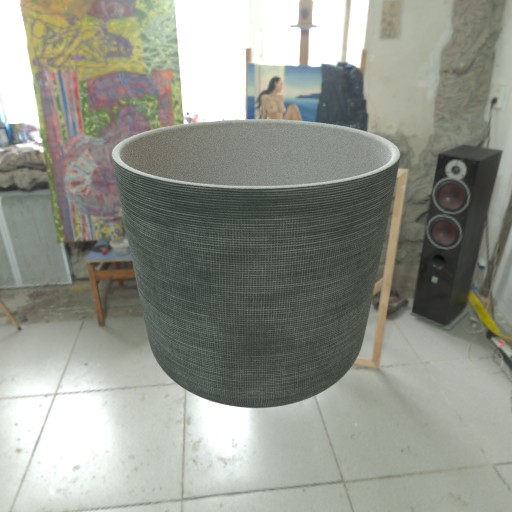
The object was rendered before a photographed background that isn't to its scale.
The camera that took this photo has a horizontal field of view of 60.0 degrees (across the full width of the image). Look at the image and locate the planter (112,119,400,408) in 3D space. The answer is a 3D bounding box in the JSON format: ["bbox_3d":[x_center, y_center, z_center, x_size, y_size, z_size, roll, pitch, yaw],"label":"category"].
[{"bbox_3d":[0.000,0.000,0.792,0.440,0.398,0.440,0,27,0],"label":"planter"}]
